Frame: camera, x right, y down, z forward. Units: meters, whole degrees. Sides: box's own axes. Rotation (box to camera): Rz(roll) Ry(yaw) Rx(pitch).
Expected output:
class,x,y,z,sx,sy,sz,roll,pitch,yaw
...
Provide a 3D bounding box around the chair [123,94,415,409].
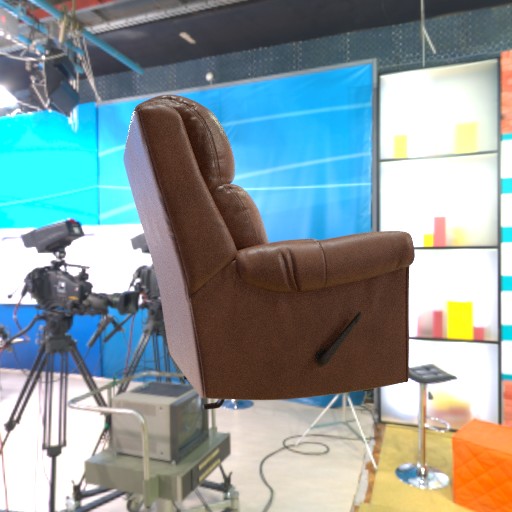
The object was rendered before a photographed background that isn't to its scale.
class,x,y,z,sx,sy,sz,roll,pitch,yaw
chair,0.000,0.000,1.811,1.014,1.054,0.838,0,0,-19
